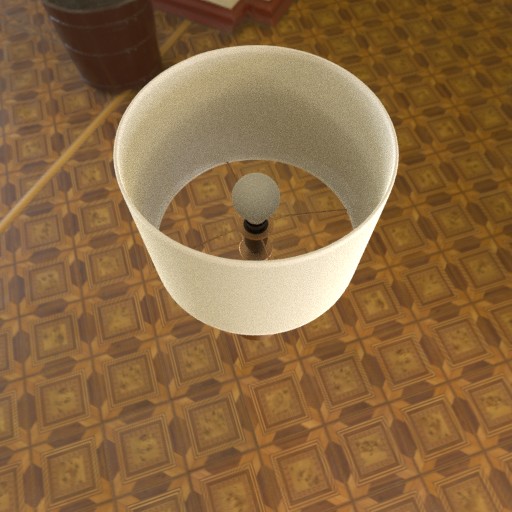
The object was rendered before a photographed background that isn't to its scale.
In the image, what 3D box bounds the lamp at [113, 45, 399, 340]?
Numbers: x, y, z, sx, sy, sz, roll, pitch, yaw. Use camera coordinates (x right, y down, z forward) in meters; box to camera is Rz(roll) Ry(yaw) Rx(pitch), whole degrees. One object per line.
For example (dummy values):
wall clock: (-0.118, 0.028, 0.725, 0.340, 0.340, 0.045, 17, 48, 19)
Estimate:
lamp: (0.000, 0.000, 0.631, 0.268, 0.479, 0.268, -16, 63, -8)
